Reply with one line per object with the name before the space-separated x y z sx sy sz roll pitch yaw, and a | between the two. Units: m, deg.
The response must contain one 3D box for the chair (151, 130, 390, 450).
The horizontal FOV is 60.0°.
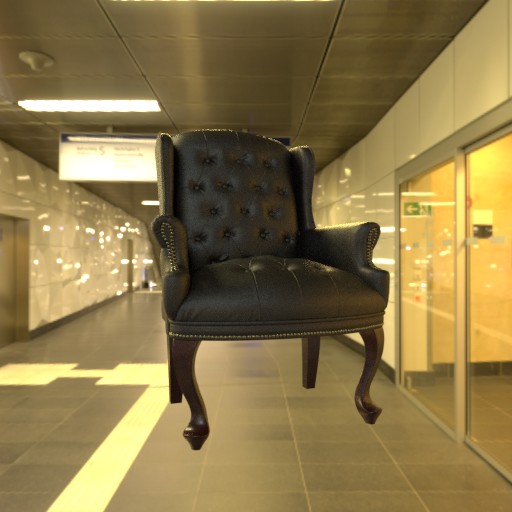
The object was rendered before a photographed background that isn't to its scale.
chair | 0.000 0.000 1.696 0.831 1.133 0.822 0 0 -20
